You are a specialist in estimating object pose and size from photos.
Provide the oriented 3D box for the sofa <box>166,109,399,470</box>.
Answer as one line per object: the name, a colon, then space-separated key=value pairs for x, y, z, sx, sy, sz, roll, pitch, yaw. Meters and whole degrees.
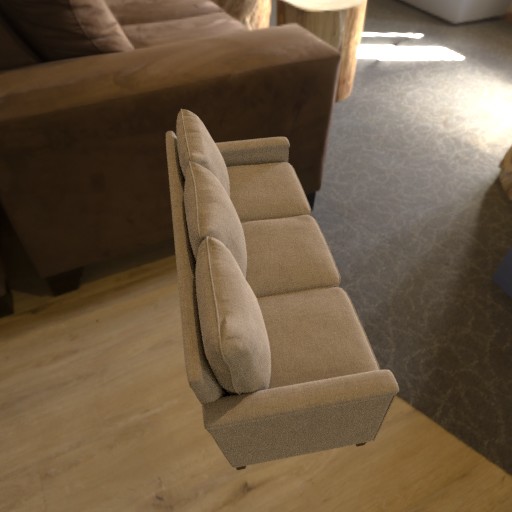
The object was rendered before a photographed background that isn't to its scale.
sofa: x=0.000 y=0.000 z=2.435 sx=0.828 sy=0.959 sz=1.925 roll=-8 pitch=46 yaw=-7
